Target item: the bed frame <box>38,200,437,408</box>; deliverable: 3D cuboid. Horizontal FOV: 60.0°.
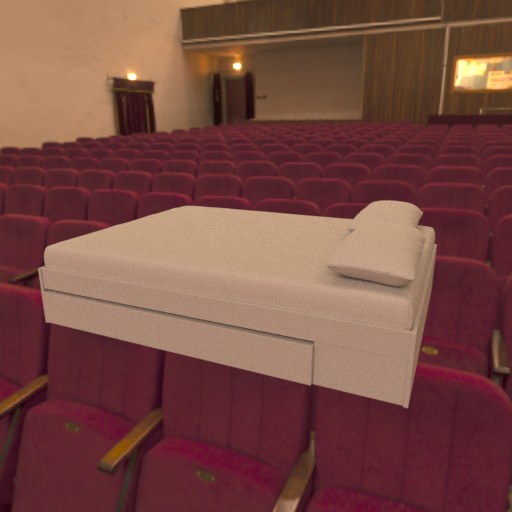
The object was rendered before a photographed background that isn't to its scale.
[{"bbox_3d":[0.000,0.000,2.658,1.950,0.629,1.450,7,18,23],"label":"bed frame"}]
